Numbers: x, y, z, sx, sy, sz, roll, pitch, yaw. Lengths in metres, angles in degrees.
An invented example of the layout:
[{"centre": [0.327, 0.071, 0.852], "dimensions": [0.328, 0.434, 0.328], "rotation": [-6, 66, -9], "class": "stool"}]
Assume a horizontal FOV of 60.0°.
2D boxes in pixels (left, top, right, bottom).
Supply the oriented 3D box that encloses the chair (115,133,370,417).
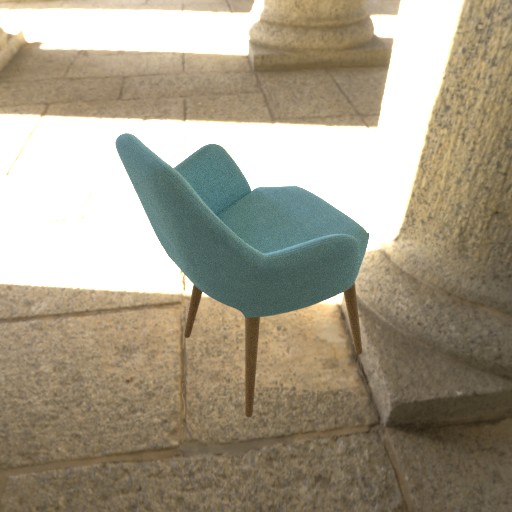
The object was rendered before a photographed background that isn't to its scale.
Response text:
[{"centre": [0.000, 0.000, 1.274], "dimensions": [0.610, 0.840, 0.590], "rotation": [-26, 47, -27], "class": "chair"}]
